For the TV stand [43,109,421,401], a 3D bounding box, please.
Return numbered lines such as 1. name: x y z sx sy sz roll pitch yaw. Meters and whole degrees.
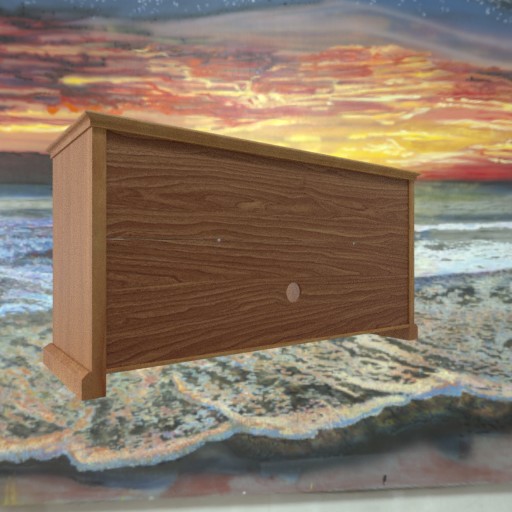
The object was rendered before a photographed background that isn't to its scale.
1. TV stand: 0.000 0.000 1.429 1.181 0.607 0.417 0 0 -36
